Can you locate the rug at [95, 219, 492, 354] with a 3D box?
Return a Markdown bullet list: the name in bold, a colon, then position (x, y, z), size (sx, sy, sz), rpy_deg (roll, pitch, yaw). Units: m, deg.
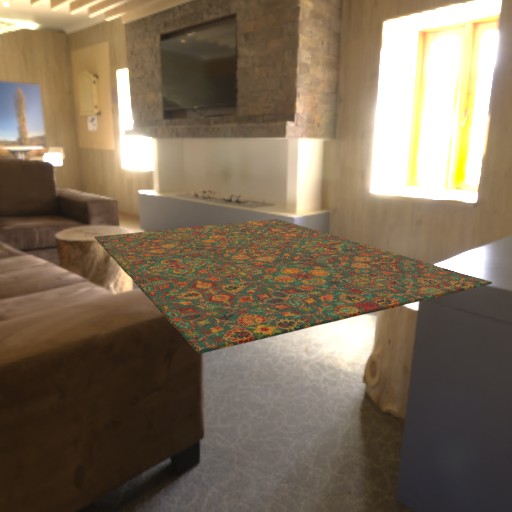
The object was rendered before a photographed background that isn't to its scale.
- **rug**: position (0.000, 0.000, 4.231), size (2.434, 0.025, 3.204), rpy_deg (-8, 17, -28)
